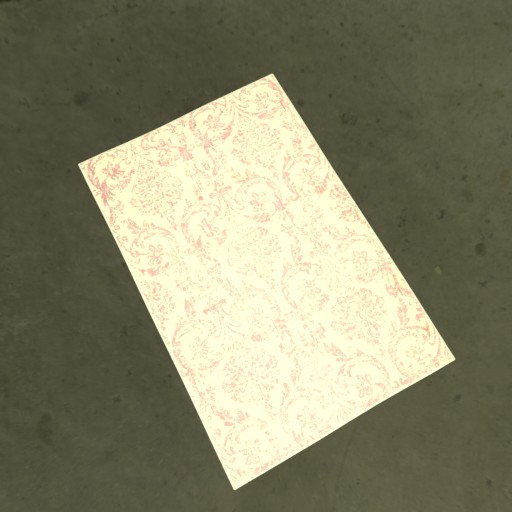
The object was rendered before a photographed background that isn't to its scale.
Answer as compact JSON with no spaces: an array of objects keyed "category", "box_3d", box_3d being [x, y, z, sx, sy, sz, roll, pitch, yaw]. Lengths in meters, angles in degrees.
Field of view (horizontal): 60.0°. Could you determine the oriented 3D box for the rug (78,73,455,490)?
[{"category":"rug","box_3d":[0.000,0.000,3.420,1.819,0.018,2.746,-28,77,-7]}]
